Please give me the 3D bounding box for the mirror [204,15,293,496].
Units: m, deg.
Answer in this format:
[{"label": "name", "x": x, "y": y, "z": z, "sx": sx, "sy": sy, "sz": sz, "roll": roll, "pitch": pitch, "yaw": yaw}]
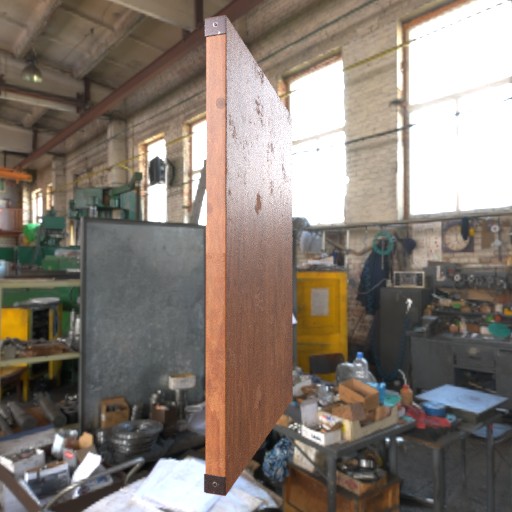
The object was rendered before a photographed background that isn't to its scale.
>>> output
[{"label": "mirror", "x": 0.000, "y": 0.000, "z": 0.952, "sx": 0.053, "sy": 0.761, "sz": 0.517, "roll": 0, "pitch": -1, "yaw": 17}]
